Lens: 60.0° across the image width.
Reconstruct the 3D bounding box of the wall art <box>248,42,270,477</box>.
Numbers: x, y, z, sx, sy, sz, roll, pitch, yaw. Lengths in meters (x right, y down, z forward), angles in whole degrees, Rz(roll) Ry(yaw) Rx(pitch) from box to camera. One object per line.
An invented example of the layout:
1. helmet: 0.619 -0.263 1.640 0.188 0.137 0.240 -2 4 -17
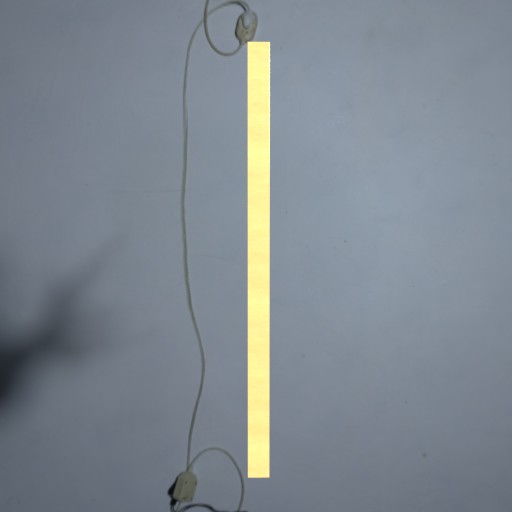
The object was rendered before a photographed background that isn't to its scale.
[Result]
1. wall art: 0.000 0.000 2.934 0.097 1.936 1.935 0 92 -1
